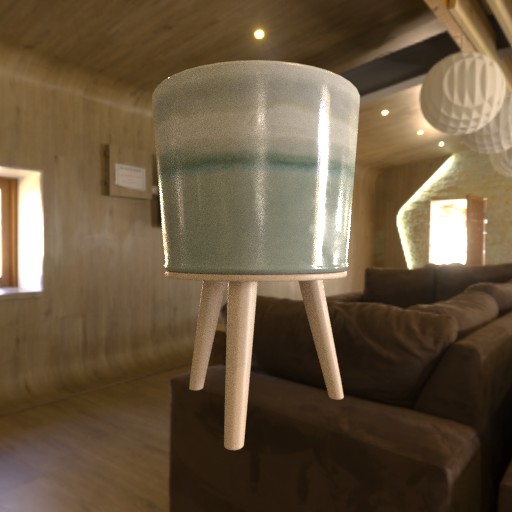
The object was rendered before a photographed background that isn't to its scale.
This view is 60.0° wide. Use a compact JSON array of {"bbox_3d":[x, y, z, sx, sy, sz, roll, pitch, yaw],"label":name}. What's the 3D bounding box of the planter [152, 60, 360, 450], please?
[{"bbox_3d":[0.000,0.000,0.583,0.265,0.404,0.265,0,1,-36],"label":"planter"}]
